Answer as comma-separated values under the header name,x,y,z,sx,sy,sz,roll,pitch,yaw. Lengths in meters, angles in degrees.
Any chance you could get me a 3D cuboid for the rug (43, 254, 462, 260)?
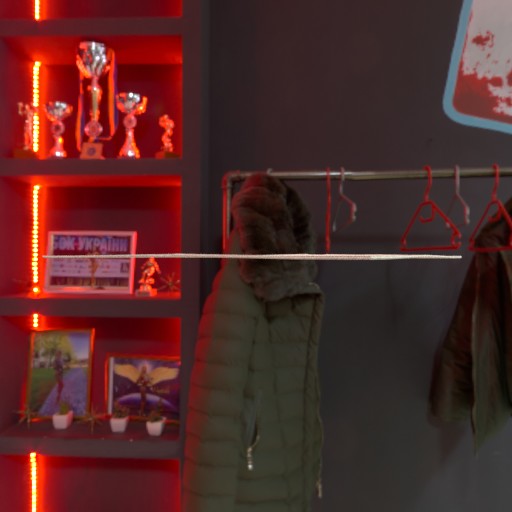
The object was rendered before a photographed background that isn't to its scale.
name,x,y,z,sx,sy,sz,roll,pitch,yaw
rug,0.000,0.000,4.222,3.202,0.045,2.434,0,0,36
